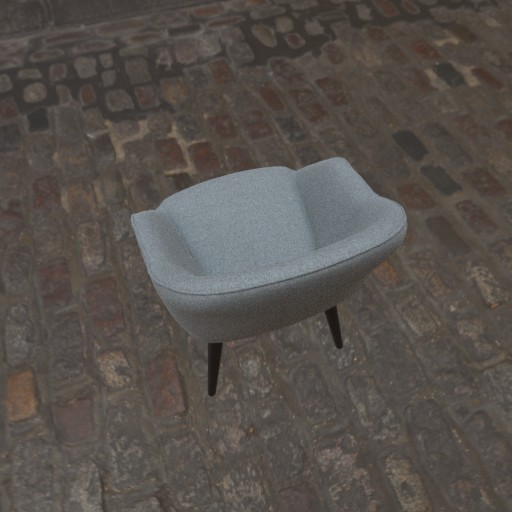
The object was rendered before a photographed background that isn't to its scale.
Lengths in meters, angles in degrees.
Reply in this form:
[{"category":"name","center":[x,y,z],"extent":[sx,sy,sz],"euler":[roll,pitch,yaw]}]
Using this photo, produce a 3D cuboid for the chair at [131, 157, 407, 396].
[{"category":"chair","center":[0.000,0.000,1.251],"extent":[0.589,0.810,0.611],"euler":[-18,60,-11]}]
